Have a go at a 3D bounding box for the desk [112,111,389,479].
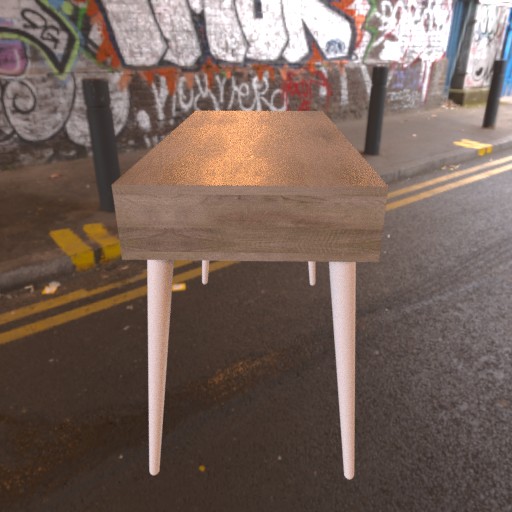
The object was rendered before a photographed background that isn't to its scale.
[{"bbox_3d":[0.000,0.000,1.347,0.491,0.723,0.979,1,25,1],"label":"desk"}]
